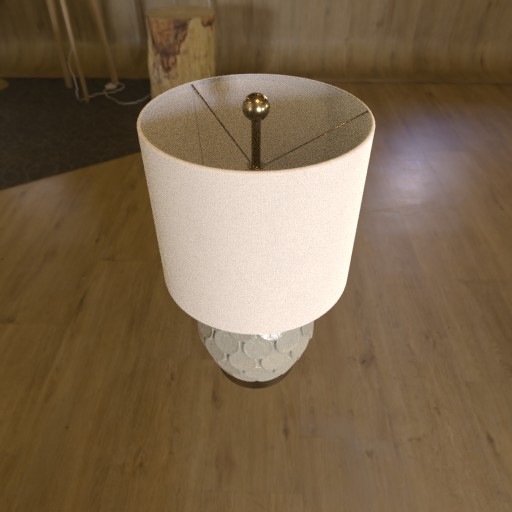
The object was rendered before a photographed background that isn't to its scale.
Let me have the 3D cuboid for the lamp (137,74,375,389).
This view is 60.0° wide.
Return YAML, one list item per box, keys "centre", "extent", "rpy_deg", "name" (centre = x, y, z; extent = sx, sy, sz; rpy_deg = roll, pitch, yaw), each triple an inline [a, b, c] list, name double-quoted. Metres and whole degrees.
- centre: [0.000, 0.000, 0.614]
  extent: [0.254, 0.452, 0.254]
  rpy_deg: [0, 41, 0]
  name: "lamp"
